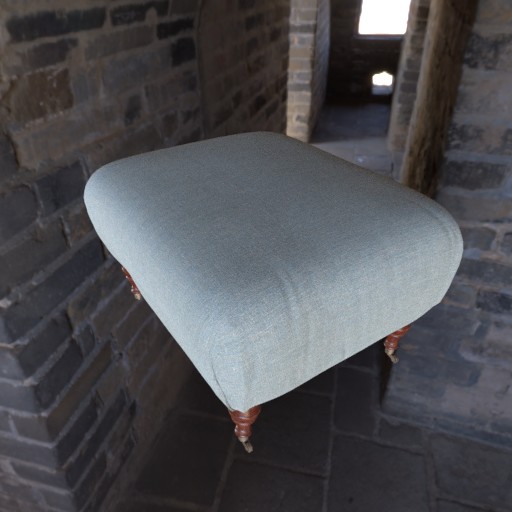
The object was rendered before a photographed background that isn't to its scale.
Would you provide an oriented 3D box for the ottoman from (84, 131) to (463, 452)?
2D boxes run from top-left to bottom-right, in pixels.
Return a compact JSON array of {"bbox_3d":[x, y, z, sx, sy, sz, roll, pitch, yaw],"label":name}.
[{"bbox_3d":[0.000,0.000,1.099,0.622,0.450,0.747,-20,38,-28],"label":"ottoman"}]
